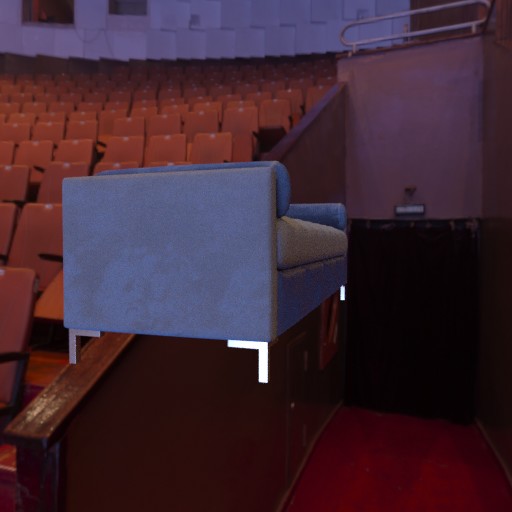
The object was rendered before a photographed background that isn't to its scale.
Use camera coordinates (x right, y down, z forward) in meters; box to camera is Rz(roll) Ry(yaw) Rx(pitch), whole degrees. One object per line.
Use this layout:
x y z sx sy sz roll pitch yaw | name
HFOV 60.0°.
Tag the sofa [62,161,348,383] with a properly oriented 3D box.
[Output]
0.000 0.000 2.427 0.796 0.705 2.102 1 2 18 | sofa
